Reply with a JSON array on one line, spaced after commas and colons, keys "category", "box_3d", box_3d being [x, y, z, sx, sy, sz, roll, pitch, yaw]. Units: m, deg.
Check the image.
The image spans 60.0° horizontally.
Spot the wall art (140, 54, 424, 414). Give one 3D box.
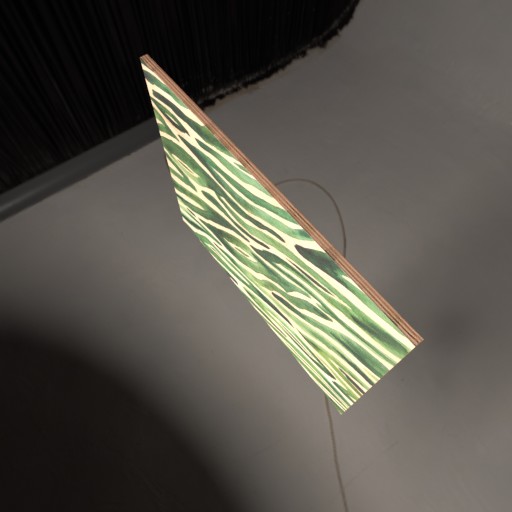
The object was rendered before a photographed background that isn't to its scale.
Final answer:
[{"category": "wall art", "box_3d": [0.000, 0.000, 0.692, 0.012, 0.408, 0.508, -34, 67, -17]}]
